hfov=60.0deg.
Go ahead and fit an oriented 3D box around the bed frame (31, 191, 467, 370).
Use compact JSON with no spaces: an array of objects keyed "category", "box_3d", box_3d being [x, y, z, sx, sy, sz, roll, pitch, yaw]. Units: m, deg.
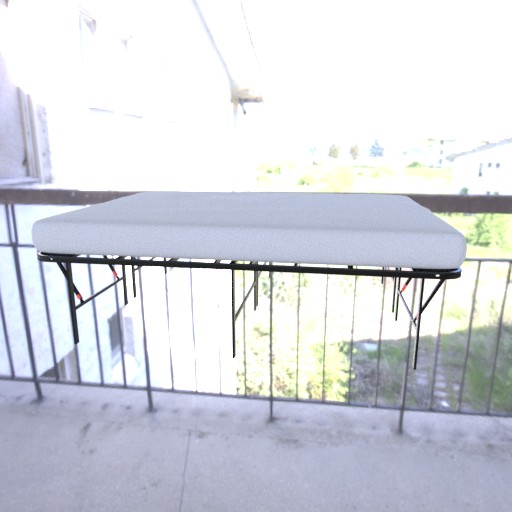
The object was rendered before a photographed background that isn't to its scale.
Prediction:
[{"category":"bed frame","box_3d":[0.000,0.000,2.573,1.905,0.637,1.372,2,14,9]}]
